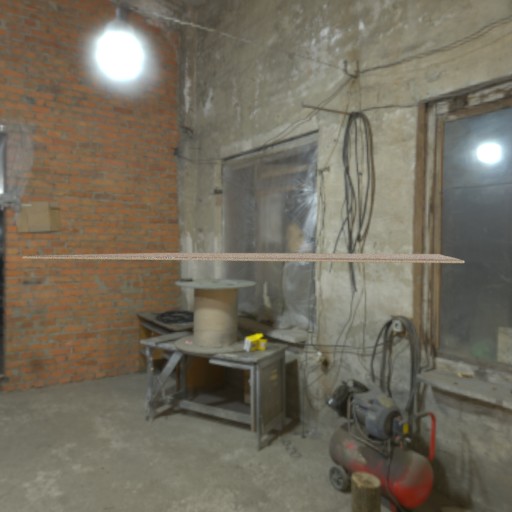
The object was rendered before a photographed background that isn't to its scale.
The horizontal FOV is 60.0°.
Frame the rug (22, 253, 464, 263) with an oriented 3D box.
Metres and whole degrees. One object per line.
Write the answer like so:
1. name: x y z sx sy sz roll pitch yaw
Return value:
1. rug: 0.000 0.000 2.293 1.839 0.012 1.219 0 1 19
